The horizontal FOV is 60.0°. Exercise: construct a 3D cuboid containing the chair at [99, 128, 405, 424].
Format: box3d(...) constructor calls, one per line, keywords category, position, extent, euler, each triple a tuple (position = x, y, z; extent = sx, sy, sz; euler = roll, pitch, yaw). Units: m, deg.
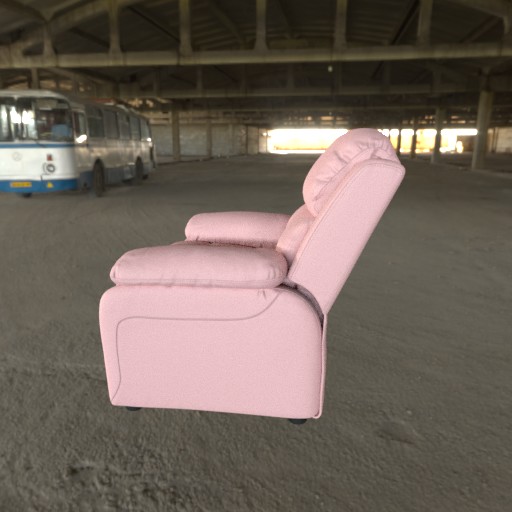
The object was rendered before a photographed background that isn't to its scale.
box3d(category="chair", position=(0.000, 0.000, 1.275), extent=(0.709, 0.702, 0.680), euler=(2, 15, 9))
